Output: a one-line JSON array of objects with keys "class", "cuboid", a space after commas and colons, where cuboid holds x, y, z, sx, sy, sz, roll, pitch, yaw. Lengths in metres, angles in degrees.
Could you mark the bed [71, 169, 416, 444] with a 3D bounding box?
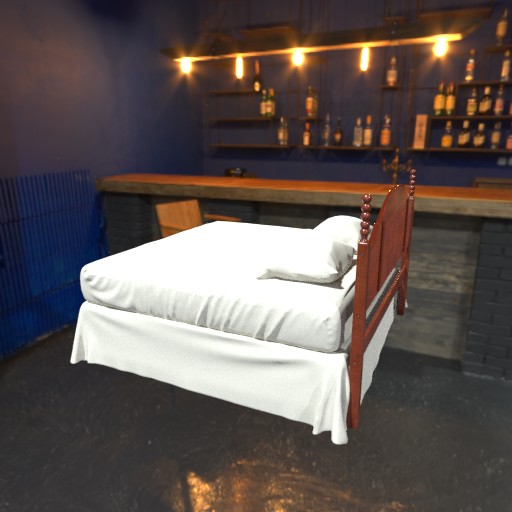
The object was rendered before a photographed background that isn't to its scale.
[{"class": "bed", "cuboid": [0.000, 0.000, 3.663, 2.219, 1.355, 2.322, 7, 17, 25]}]
